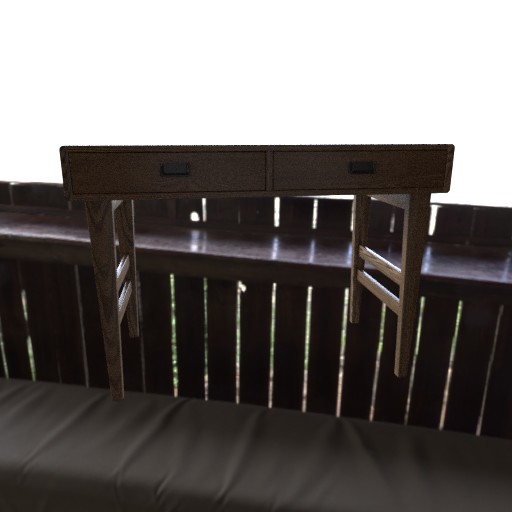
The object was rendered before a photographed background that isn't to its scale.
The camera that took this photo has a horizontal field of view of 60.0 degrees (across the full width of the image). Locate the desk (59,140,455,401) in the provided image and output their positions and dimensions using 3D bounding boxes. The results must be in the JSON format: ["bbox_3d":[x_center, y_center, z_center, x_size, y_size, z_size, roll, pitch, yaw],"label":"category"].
[{"bbox_3d":[0.000,0.000,1.517,1.067,0.755,0.508,-2,16,-8],"label":"desk"}]
